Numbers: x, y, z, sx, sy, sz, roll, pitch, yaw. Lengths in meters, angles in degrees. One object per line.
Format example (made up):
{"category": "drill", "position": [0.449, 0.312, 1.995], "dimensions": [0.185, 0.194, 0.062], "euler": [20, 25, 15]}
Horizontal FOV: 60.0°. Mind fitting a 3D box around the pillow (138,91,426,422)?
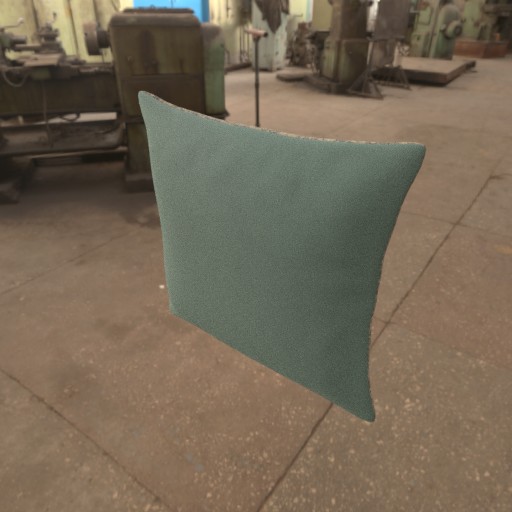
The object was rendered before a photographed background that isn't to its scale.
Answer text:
{"category": "pillow", "position": [0.000, 0.000, 0.796], "dimensions": [0.526, 0.507, 0.166], "euler": [22, 37, 32]}
